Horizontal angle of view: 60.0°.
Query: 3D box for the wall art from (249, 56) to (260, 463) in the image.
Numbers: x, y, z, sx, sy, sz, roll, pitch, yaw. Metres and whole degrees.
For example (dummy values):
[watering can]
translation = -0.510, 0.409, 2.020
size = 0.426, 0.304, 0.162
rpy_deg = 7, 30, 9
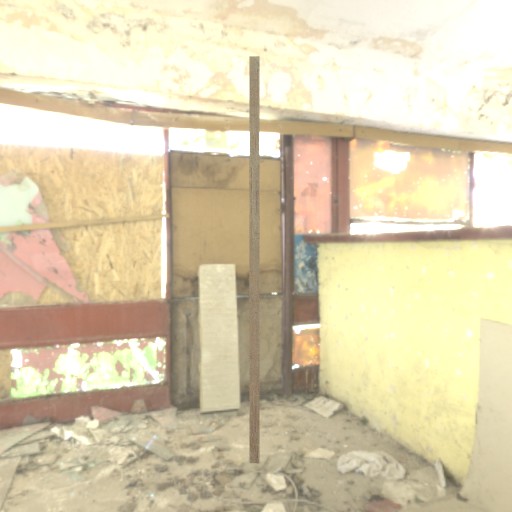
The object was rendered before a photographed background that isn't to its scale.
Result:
[wall art]
translation = 0.000, 0.000, 1.348
size = 0.019, 0.774, 1.012
rpy_deg = 0, 1, 0
